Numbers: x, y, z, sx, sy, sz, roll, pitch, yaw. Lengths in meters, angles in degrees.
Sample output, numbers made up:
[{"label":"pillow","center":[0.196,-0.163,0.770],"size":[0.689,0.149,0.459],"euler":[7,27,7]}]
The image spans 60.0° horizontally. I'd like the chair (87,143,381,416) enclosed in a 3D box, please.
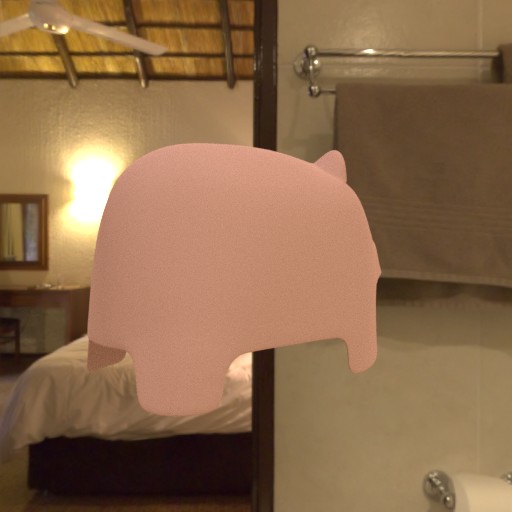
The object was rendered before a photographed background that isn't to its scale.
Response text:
[{"label":"chair","center":[0.000,0.000,0.859],"size":[0.619,0.423,0.364],"euler":[0,0,-37]}]
